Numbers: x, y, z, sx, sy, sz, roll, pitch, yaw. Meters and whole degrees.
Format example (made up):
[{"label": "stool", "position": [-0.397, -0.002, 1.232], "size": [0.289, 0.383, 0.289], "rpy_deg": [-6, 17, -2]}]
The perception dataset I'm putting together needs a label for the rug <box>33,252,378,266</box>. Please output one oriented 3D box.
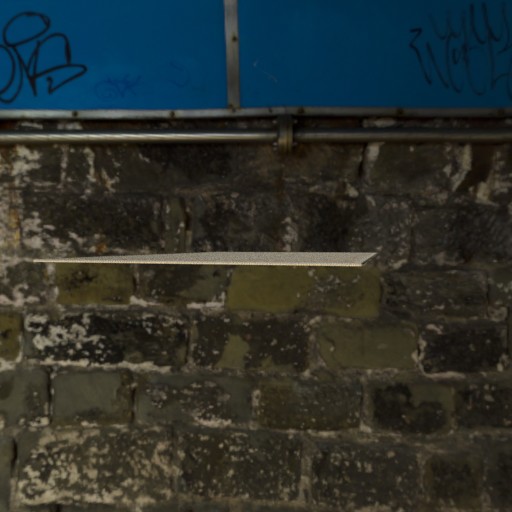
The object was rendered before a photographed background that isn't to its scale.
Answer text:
[{"label": "rug", "position": [0.000, 0.000, 2.377], "size": [1.219, 0.010, 1.829], "rpy_deg": [0, 1, 17]}]
